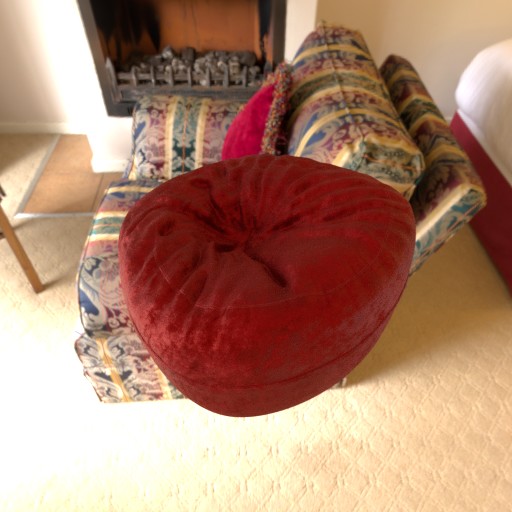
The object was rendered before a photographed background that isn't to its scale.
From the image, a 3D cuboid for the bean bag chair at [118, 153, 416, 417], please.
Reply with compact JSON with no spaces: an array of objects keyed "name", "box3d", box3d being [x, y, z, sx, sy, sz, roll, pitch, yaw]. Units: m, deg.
[{"name":"bean bag chair","box3d":[0.000,0.000,2.405,1.524,0.878,1.524,-32,55,-26]}]
